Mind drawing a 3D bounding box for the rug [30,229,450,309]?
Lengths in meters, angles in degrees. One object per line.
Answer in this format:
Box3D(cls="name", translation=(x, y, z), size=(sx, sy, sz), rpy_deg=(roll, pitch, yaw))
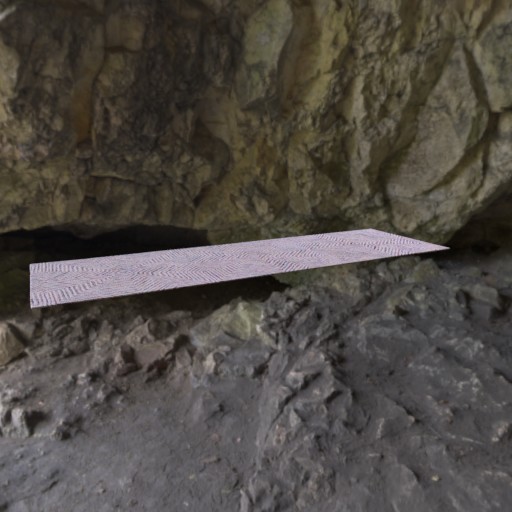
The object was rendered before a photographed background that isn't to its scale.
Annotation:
Box3D(cls="rug", translation=(0.000, 0.000, 2.673), size=(2.443, 0.009, 0.771), rpy_deg=(-7, 16, -26))
